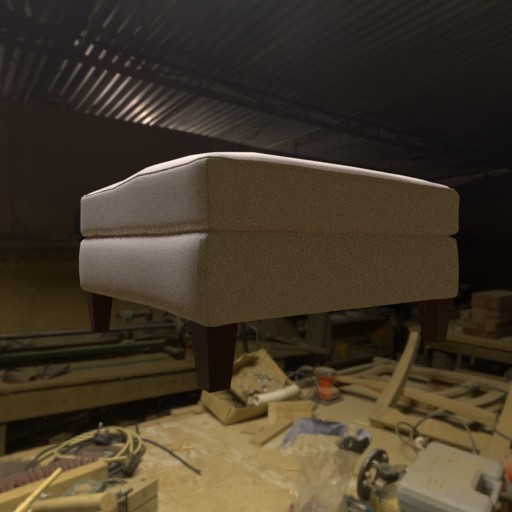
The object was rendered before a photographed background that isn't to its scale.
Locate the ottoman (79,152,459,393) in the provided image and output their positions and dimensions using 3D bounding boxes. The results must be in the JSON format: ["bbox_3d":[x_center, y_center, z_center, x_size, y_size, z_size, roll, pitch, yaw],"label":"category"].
[{"bbox_3d":[0.000,0.000,1.332,0.838,0.479,0.838,-1,1,-36],"label":"ottoman"}]
